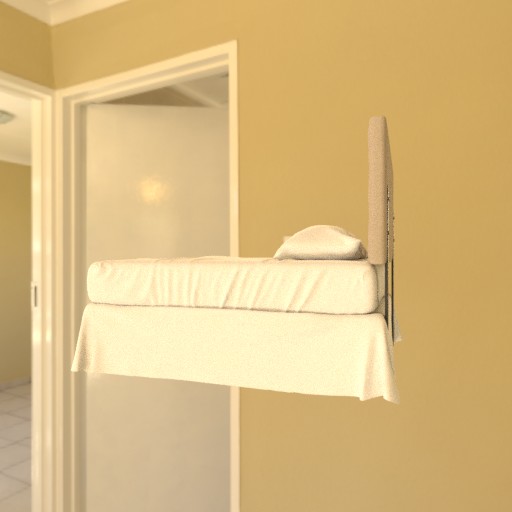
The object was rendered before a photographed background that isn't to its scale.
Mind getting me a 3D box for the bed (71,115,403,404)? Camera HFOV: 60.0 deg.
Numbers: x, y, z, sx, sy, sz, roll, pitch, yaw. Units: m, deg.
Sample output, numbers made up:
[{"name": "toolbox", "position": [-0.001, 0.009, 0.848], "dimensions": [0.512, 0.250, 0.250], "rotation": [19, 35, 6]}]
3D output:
[{"name": "bed", "position": [0.000, 0.000, 3.539], "dimensions": [2.222, 1.577, 1.936], "rotation": [0, 0, 18]}]
